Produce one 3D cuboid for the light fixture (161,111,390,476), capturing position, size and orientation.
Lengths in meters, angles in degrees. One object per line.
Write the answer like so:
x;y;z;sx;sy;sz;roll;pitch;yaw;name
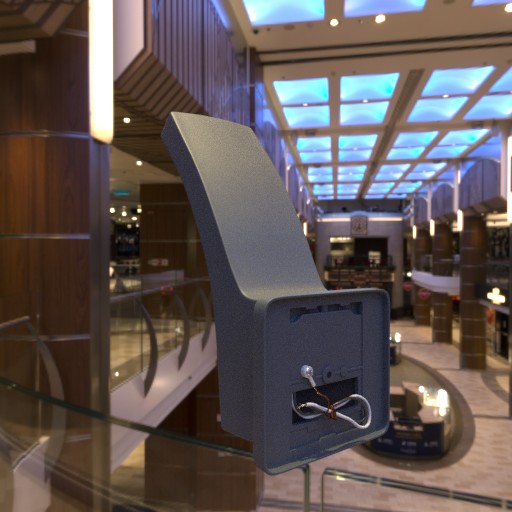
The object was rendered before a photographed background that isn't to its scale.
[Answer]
0.000;0.000;0.339;0.108;0.243;0.174;0;1;-36;light fixture
